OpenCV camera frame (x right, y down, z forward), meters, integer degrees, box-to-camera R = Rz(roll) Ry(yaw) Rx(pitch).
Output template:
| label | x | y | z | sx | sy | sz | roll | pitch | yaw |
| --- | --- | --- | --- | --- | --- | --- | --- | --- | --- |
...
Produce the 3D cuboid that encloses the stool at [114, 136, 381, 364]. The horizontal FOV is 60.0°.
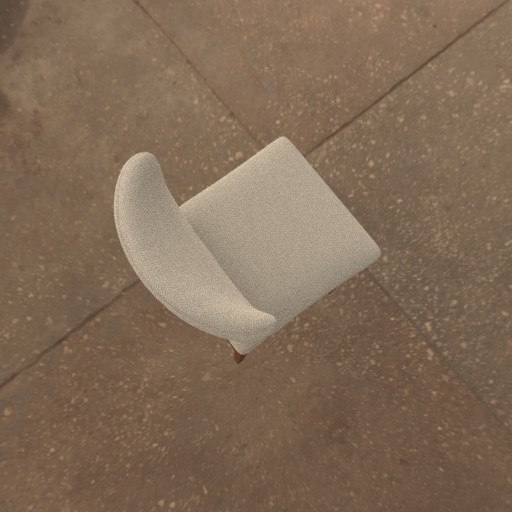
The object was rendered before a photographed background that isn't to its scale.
| label | x | y | z | sx | sy | sz | roll | pitch | yaw |
| --- | --- | --- | --- | --- | --- | --- | --- | --- | --- |
| stool | 0.000 | 0.000 | 1.397 | 0.568 | 1.069 | 0.481 | -36 | 79 | -8 |
